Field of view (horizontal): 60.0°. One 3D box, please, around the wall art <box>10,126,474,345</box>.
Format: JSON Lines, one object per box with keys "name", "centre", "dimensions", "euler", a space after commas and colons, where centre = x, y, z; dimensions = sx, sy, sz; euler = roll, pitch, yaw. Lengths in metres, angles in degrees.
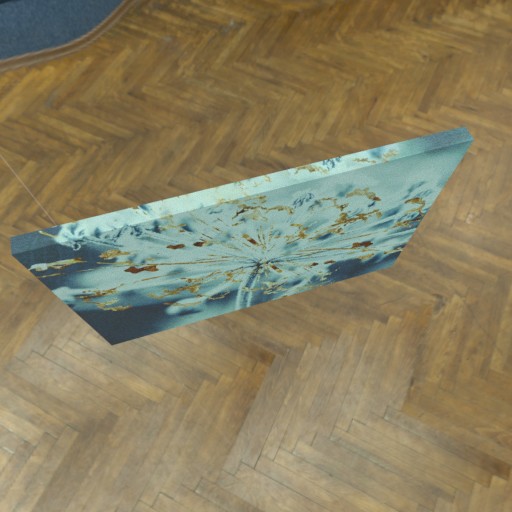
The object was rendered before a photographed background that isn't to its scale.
{"name": "wall art", "centre": [0.000, 0.000, 1.121], "dimensions": [0.912, 0.608, 0.038], "euler": [-15, 65, -7]}
